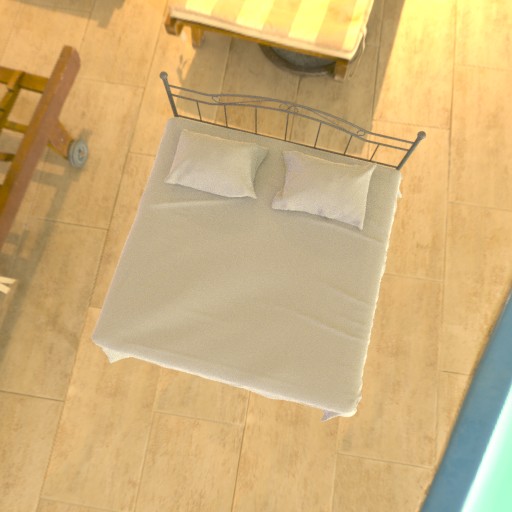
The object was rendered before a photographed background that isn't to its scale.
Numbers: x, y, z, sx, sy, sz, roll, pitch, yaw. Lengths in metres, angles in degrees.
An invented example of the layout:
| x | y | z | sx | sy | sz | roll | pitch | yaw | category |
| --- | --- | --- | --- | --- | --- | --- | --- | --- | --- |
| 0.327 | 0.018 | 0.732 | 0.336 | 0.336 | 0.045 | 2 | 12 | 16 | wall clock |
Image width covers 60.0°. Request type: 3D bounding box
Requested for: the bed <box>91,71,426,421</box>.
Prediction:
| x | y | z | sx | sy | sz | roll | pitch | yaw | category |
| --- | --- | --- | --- | --- | --- | --- | --- | --- | --- |
| 0.000 | 0.000 | 3.528 | 2.309 | 1.080 | 2.220 | 14 | 76 | 4 | bed |
